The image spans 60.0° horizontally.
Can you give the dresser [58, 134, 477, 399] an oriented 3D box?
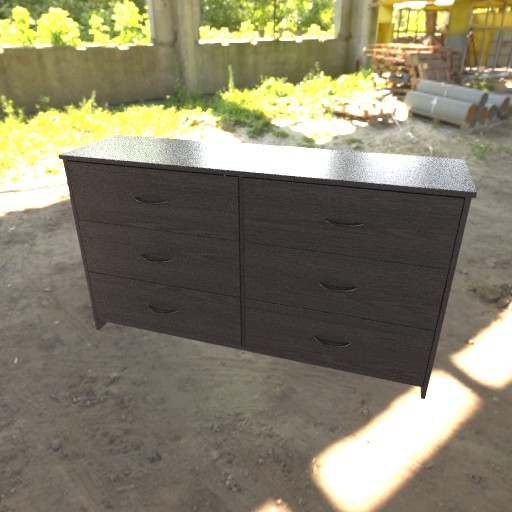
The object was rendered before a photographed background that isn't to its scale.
[{"bbox_3d":[0.000,0.000,1.693,1.360,0.755,0.401,8,28,16],"label":"dresser"}]
